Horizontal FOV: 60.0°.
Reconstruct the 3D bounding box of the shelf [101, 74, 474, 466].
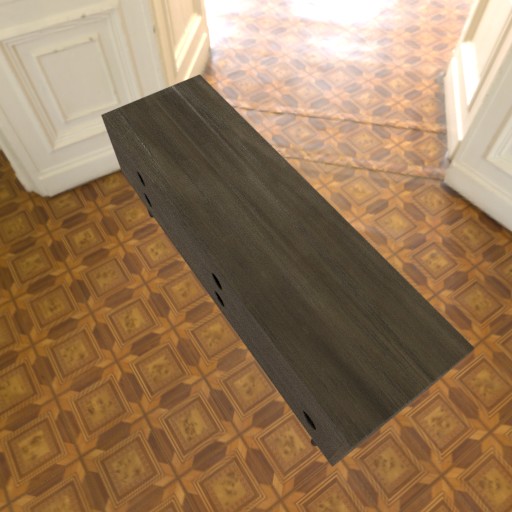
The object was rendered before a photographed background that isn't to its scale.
[{"bbox_3d":[0.000,0.000,1.508,0.400,0.495,1.300,-30,62,-18],"label":"shelf"}]
